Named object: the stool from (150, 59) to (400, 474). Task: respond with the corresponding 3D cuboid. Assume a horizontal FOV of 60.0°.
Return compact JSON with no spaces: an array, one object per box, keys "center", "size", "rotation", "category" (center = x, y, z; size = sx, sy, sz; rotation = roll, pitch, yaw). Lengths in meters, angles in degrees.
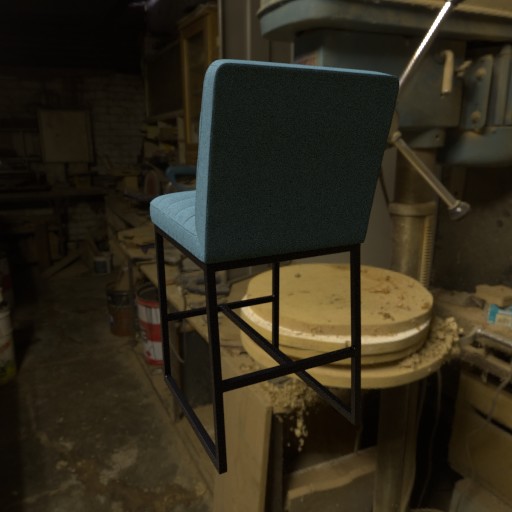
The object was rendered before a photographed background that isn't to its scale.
[{"center":[0.000,0.000,1.252],"size":[0.460,0.940,0.560],"rotation":[-8,17,-26],"category":"stool"}]
